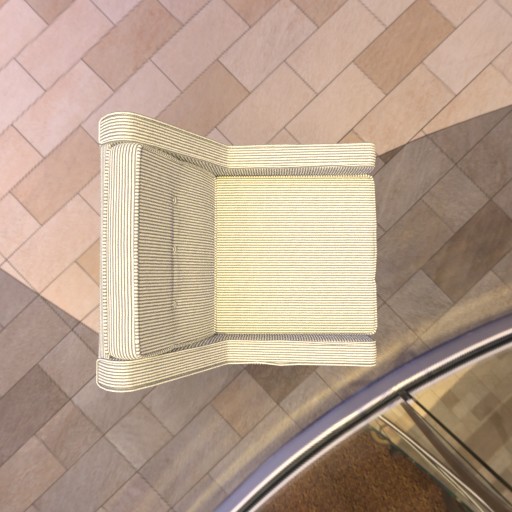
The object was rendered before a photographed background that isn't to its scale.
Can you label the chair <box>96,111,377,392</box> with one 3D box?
[{"bbox_3d":[0.000,0.000,1.367,0.743,0.792,0.663,0,89,1],"label":"chair"}]
